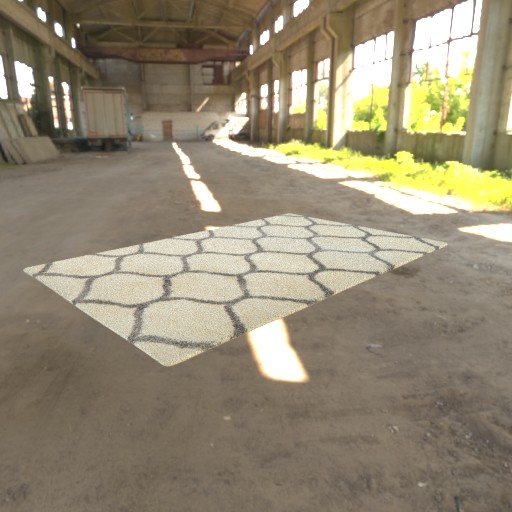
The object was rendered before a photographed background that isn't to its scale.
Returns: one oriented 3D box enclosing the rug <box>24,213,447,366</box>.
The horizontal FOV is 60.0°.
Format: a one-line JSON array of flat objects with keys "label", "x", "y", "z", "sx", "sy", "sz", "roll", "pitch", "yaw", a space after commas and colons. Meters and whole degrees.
[{"label": "rug", "x": 0.000, "y": 0.000, "z": 2.862, "sx": 2.348, "sy": 0.024, "sz": 1.501, "roll": -16, "pitch": 23, "yaw": -42}]
